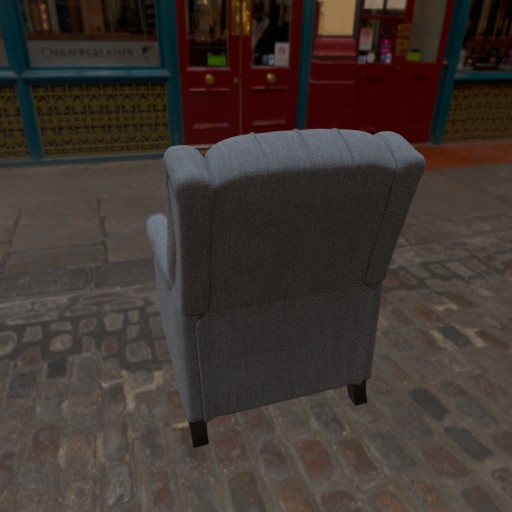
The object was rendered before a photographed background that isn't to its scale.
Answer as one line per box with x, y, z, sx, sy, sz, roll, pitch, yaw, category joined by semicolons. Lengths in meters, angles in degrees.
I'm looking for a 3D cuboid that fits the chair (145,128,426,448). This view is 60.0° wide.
0.000;0.000;1.648;0.742;1.035;0.898;-8;27;-16;chair
